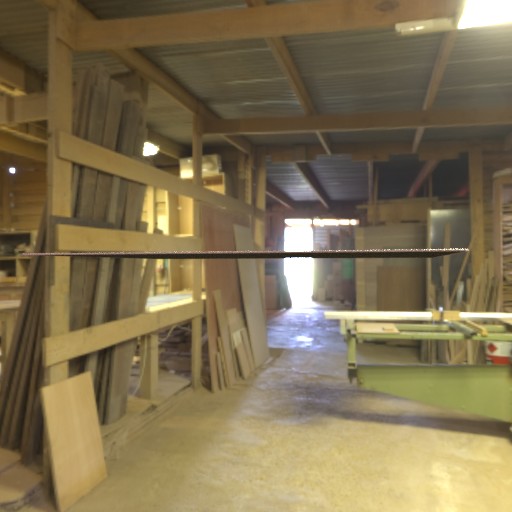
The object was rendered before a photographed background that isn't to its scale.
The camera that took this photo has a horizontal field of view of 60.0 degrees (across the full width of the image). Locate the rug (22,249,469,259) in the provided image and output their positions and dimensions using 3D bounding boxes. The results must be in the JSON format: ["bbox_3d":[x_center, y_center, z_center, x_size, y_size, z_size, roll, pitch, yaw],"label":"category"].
[{"bbox_3d":[0.000,0.000,2.298,1.829,0.009,1.219,0,-1,17],"label":"rug"}]
